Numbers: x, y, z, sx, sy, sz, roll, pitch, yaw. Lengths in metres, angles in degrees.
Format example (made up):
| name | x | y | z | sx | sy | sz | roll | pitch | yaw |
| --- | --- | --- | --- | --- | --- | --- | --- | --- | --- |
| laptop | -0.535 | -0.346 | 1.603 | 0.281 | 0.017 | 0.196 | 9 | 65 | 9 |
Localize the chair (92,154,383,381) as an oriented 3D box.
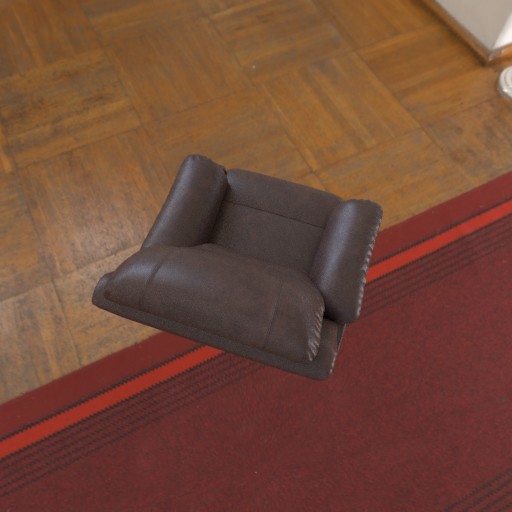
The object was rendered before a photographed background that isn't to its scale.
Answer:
| name | x | y | z | sx | sy | sz | roll | pitch | yaw |
| --- | --- | --- | --- | --- | --- | --- | --- | --- | --- |
| chair | 0.000 | 0.000 | 1.710 | 0.855 | 0.992 | 0.919 | 17 | 65 | 8 |
